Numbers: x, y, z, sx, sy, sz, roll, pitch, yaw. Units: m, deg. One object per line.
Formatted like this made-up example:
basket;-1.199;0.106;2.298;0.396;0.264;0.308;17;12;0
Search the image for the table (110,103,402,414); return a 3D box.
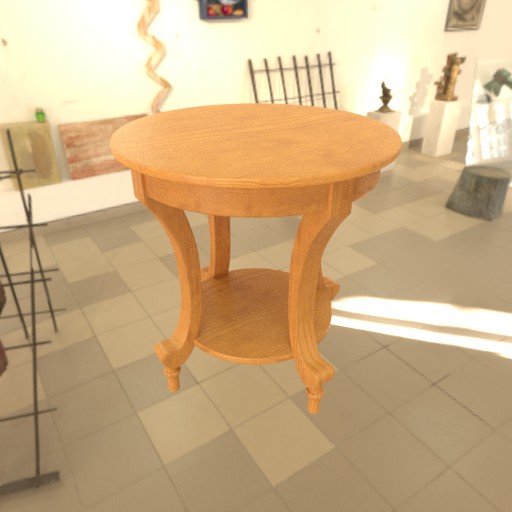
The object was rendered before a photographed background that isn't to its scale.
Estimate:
table;0.000;0.000;1.091;0.597;0.612;0.597;0;30;0
